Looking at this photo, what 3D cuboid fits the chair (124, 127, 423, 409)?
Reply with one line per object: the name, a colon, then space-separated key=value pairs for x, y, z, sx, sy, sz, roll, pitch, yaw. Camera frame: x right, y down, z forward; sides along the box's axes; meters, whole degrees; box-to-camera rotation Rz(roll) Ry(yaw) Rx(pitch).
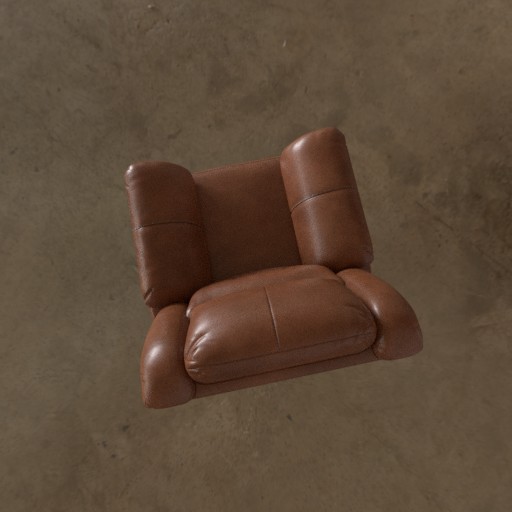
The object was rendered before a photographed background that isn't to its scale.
chair: x=0.000 y=0.000 z=1.909 sx=0.990 sy=1.093 sz=1.041 roll=-11 pitch=76 yaw=-3
